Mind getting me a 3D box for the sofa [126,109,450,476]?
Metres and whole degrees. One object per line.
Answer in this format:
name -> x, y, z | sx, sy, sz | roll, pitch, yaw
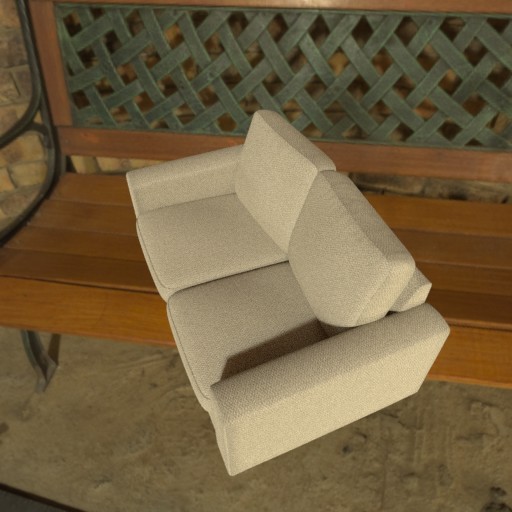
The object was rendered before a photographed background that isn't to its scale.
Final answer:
sofa -> 0.000, 0.000, 2.234 | 1.016, 0.873, 1.616 | -17, 48, -16
